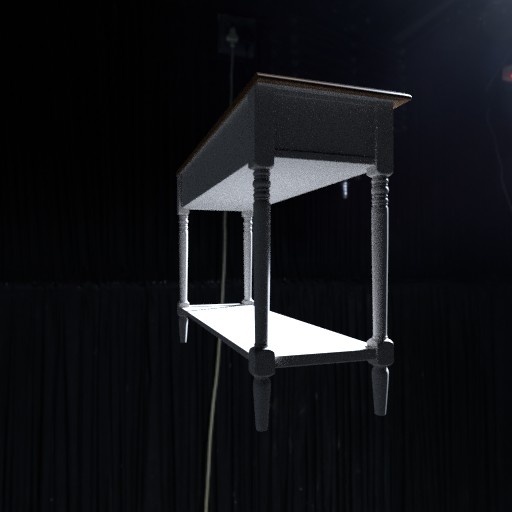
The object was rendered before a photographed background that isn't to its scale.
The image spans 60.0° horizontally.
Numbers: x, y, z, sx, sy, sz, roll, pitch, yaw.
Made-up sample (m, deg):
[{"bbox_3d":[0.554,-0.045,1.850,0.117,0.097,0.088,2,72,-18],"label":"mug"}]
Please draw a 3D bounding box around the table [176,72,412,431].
[{"bbox_3d":[0.000,0.000,1.601,0.399,0.800,1.219,0,0,-19],"label":"table"}]
